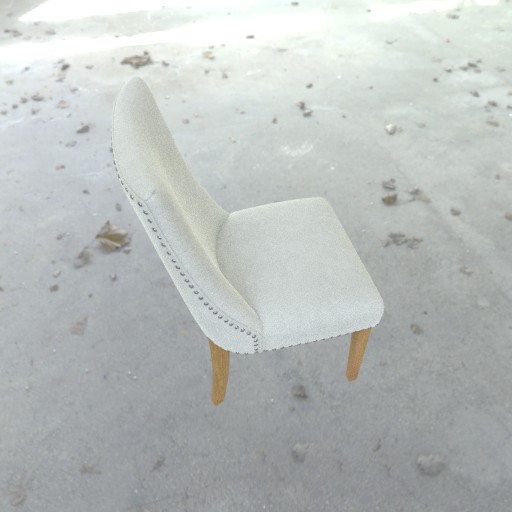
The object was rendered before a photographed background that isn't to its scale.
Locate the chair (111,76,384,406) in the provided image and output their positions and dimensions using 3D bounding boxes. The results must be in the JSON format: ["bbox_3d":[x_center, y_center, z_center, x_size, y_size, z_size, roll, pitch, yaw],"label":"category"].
[{"bbox_3d":[0.000,0.000,1.263,0.610,0.902,0.495,-10,47,-9],"label":"chair"}]
